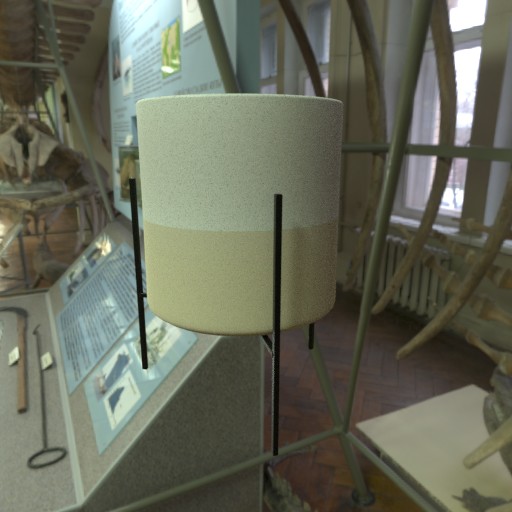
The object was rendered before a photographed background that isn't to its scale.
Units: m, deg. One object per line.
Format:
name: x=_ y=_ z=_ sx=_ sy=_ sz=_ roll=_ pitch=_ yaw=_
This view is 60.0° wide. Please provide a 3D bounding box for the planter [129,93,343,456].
planter: x=0.000 y=0.000 z=0.553 sx=0.263 sy=0.362 sz=0.267 roll=-7 pitch=16 yaw=-26
